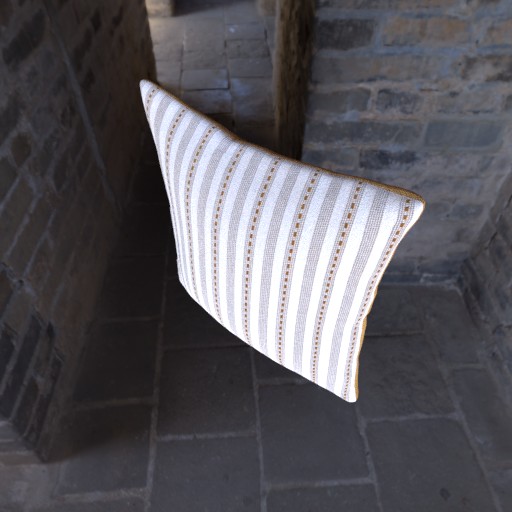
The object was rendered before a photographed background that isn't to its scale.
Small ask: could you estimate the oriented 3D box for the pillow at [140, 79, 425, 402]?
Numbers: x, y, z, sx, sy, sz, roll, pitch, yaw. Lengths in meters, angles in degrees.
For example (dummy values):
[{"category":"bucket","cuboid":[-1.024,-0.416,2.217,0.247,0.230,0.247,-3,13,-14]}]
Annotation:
[{"category":"pillow","cuboid":[0.000,0.000,0.683,0.432,0.437,0.147,31,54,26]}]
